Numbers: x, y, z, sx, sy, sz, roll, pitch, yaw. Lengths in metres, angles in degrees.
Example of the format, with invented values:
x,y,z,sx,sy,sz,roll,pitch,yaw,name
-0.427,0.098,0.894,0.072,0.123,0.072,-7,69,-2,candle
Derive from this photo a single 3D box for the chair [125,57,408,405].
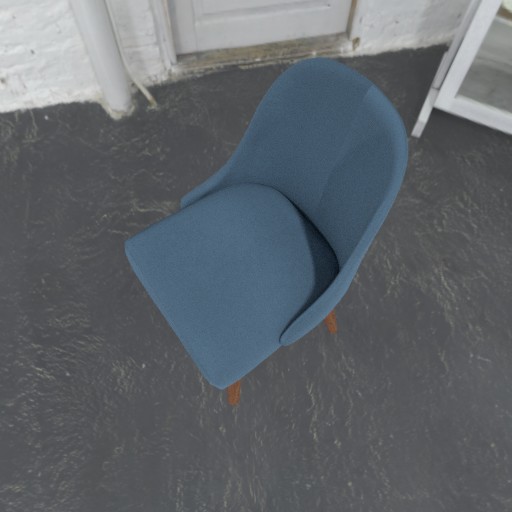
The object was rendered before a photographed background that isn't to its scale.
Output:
x,y,z,sx,sy,sz,roll,pitch,yaw,name
0.000,0.000,1.214,0.589,0.882,0.503,-32,68,-15,chair
